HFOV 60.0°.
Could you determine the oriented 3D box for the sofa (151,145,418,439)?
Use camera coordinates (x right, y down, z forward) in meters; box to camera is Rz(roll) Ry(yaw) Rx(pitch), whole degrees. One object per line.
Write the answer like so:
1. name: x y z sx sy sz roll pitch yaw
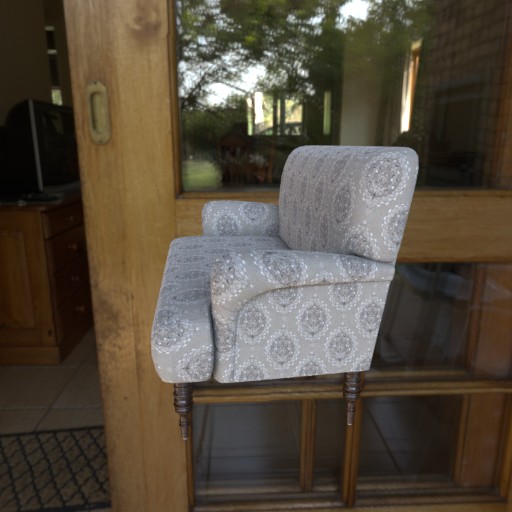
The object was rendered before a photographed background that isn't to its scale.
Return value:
1. sofa: 0.000 0.000 1.845 0.779 0.889 1.297 -2 14 -8
